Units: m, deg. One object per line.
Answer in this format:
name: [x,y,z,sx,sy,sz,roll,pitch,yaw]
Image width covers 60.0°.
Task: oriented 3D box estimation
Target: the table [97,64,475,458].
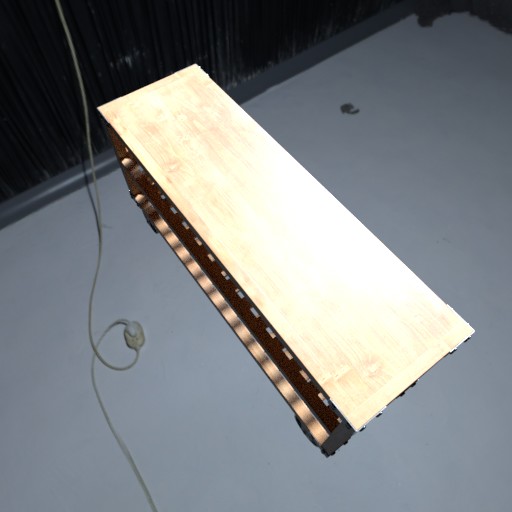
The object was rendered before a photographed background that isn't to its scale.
table: [0.000,0.000,1.794,0.467,0.711,1.487,-32,64,-18]
